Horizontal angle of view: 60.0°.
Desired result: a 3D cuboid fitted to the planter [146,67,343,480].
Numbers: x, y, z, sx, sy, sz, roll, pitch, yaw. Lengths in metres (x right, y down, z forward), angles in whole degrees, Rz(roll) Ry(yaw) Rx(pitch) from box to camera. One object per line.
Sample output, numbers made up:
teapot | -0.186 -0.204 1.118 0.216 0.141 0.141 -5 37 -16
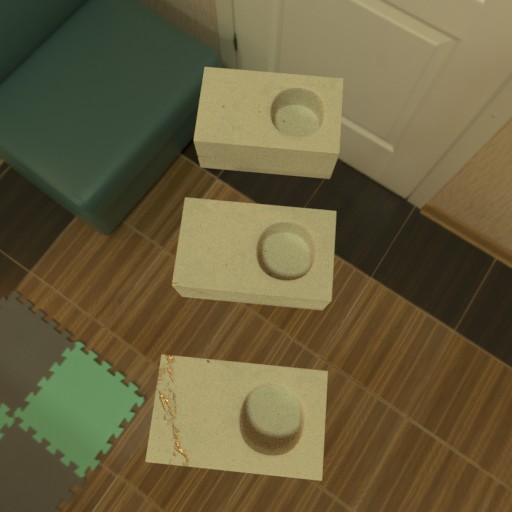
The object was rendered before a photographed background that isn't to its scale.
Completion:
planter | 0.000 0.000 0.383 0.127 0.051 0.333 5 75 1
